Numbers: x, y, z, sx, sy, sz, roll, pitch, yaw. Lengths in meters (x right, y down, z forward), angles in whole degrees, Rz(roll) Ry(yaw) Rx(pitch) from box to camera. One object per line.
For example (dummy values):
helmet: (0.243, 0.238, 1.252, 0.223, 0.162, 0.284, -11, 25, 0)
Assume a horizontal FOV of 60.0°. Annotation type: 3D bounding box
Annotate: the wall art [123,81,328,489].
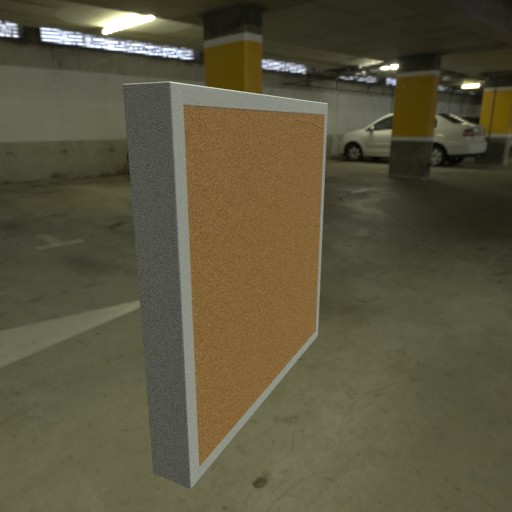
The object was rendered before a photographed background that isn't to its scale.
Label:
wall art: (0.000, 0.000, 0.450, 0.038, 0.305, 0.305, 8, 18, 26)
